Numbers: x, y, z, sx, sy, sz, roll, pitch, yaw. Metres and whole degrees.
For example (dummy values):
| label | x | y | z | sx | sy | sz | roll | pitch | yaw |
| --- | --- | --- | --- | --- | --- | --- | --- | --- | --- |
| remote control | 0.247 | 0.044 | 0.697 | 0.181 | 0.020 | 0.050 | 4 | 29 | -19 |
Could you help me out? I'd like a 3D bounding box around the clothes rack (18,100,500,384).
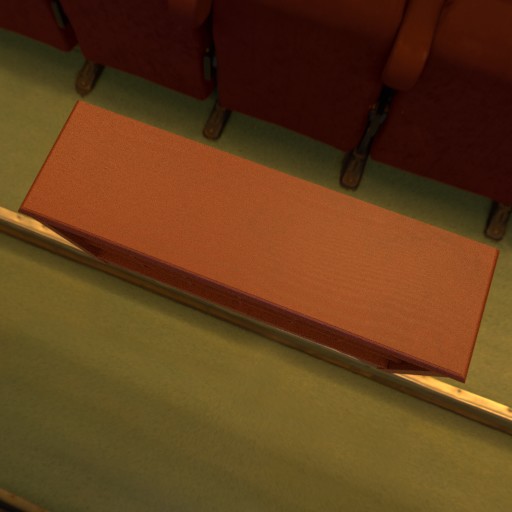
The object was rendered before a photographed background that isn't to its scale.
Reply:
| label | x | y | z | sx | sy | sz | roll | pitch | yaw |
| --- | --- | --- | --- | --- | --- | --- | --- | --- | --- |
| clothes rack | 0.000 | 0.000 | 1.466 | 1.251 | 0.594 | 0.362 | 21 | 77 | 5 |
